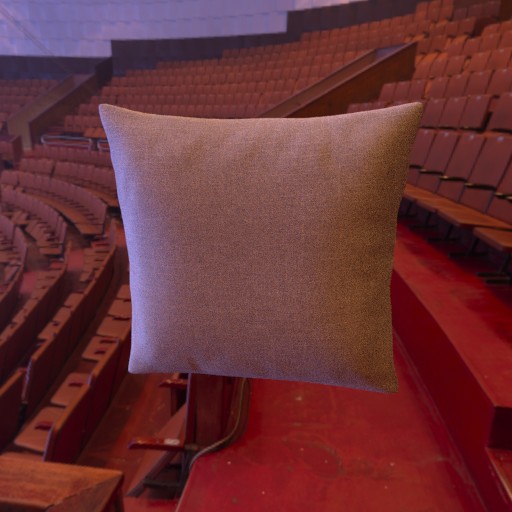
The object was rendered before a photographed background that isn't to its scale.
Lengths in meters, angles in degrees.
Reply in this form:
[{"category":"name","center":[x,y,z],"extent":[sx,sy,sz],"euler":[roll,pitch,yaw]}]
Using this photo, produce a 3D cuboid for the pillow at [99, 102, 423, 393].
[{"category":"pillow","center":[0.000,0.000,0.773],"extent":[0.523,0.506,0.166],"euler":[2,16,8]}]
